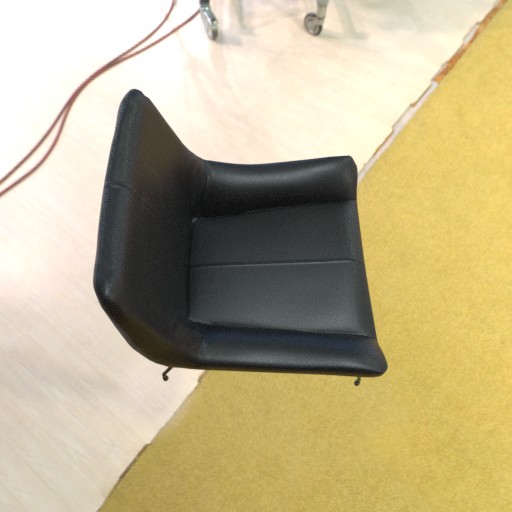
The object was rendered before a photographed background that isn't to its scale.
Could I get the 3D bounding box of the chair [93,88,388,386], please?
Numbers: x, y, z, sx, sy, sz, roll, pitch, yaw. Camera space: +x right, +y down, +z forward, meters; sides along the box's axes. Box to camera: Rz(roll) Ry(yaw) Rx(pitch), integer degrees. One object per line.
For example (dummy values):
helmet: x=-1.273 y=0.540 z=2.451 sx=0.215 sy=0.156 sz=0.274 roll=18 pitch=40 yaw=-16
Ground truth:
chair: x=0.000 y=0.000 z=1.540 sx=0.826 sy=0.922 sz=0.836 roll=-1 pitch=64 yaw=-1
